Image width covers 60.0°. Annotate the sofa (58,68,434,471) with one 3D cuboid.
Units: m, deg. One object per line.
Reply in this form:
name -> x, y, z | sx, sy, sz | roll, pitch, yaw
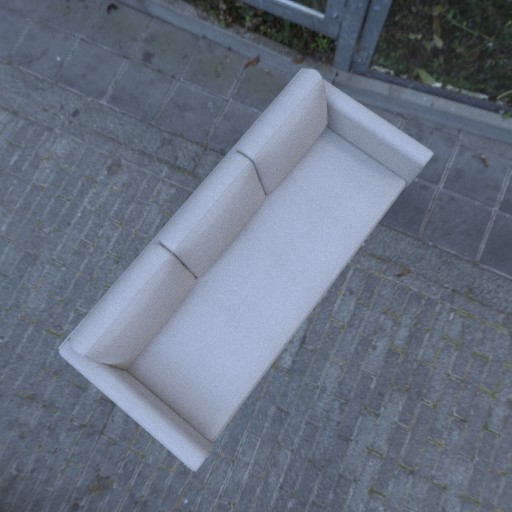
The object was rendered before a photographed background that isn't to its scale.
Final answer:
sofa -> 0.000, 0.000, 2.687 | 0.959, 0.838, 2.210 | 37, 79, 9
